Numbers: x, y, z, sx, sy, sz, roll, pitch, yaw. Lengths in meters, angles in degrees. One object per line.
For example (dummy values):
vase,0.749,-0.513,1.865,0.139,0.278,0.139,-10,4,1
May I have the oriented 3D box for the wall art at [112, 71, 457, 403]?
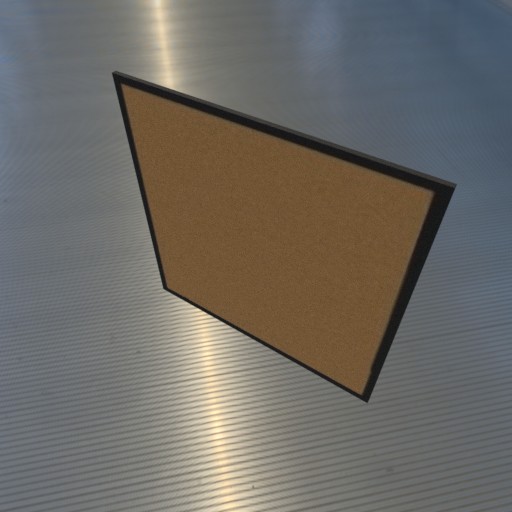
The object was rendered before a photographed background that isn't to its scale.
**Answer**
wall art,0.000,0.000,1.218,0.823,0.823,0.013,25,51,22
